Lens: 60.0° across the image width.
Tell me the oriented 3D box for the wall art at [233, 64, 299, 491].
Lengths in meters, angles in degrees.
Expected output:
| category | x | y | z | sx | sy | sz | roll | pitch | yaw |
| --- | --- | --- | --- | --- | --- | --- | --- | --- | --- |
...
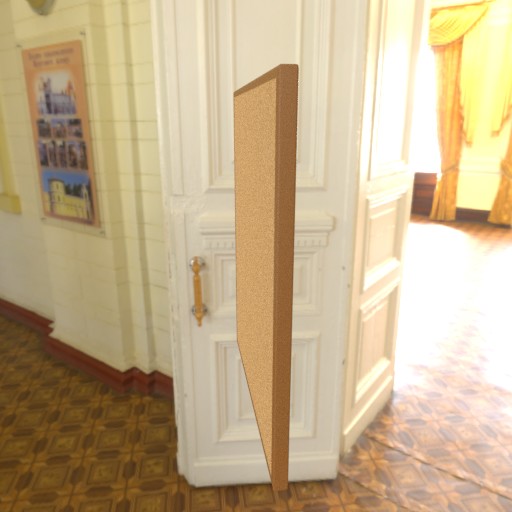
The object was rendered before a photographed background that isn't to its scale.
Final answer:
| category | x | y | z | sx | sy | sz | roll | pitch | yaw |
| --- | --- | --- | --- | --- | --- | --- | --- | --- | --- |
| wall art | 0.000 | 0.000 | 0.517 | 0.015 | 0.379 | 0.310 | -3 | 17 | -8 |
